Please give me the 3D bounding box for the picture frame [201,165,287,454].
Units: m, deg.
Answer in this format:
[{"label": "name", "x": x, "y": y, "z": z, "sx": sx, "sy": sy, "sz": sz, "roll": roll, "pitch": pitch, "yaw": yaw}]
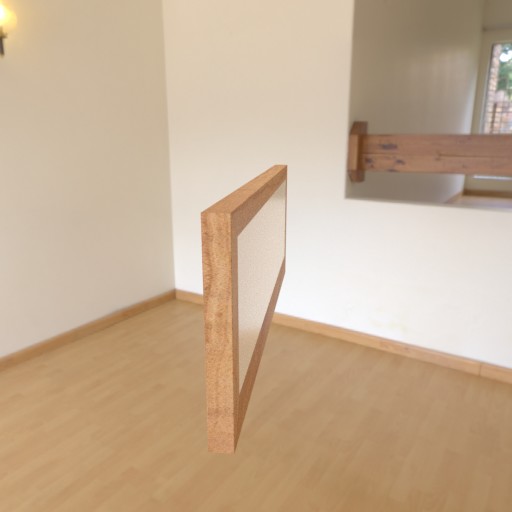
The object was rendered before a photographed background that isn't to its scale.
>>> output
[{"label": "picture frame", "x": 0.000, "y": 0.000, "z": 0.675, "sx": 0.045, "sy": 0.234, "sz": 0.582, "roll": 2, "pitch": 16, "yaw": 8}]
